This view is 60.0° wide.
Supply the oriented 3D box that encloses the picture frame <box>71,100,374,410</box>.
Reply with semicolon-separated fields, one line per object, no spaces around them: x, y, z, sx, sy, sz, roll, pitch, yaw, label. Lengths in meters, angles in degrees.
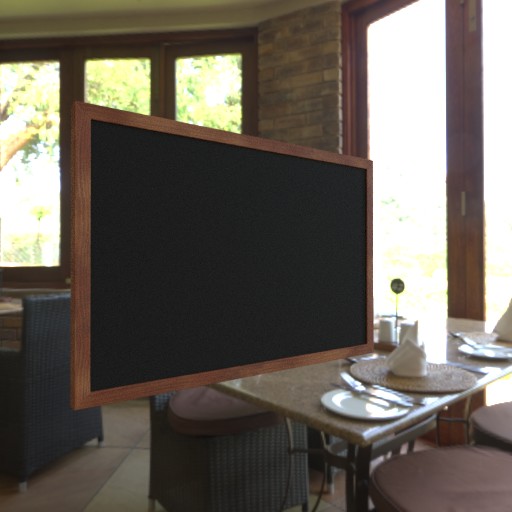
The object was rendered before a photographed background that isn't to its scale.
0.000;0.000;1.207;0.950;0.640;0.029;0;0;-36;picture frame
